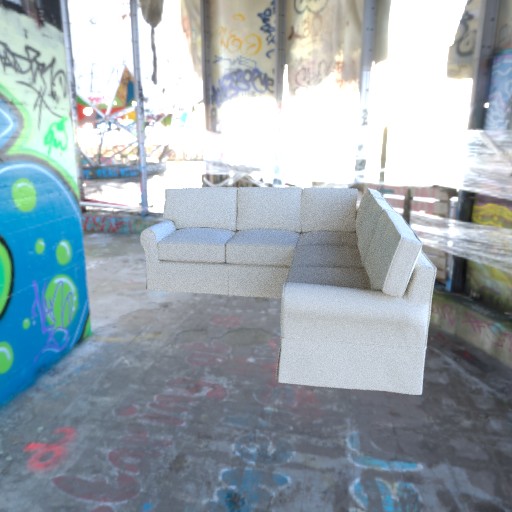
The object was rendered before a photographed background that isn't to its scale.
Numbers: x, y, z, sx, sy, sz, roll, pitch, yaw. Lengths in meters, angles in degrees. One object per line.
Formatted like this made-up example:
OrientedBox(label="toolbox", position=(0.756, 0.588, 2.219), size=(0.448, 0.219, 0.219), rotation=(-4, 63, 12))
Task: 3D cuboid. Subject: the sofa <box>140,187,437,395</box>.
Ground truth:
OrientedBox(label="sofa", position=(0.000, 0.000, 4.101), size=(2.591, 1.070, 2.597), rotation=(2, 15, 9))
